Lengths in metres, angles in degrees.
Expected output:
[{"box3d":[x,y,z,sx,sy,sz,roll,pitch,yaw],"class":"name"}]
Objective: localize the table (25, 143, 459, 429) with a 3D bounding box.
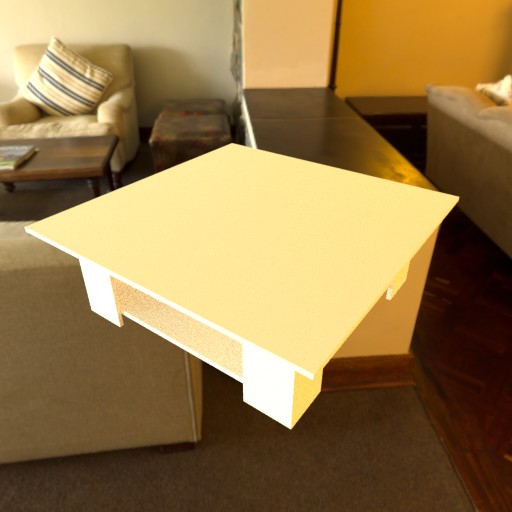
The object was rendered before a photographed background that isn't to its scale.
[{"box3d":[0.000,0.000,1.353,0.890,0.305,0.890,21,38,30],"class":"table"}]
